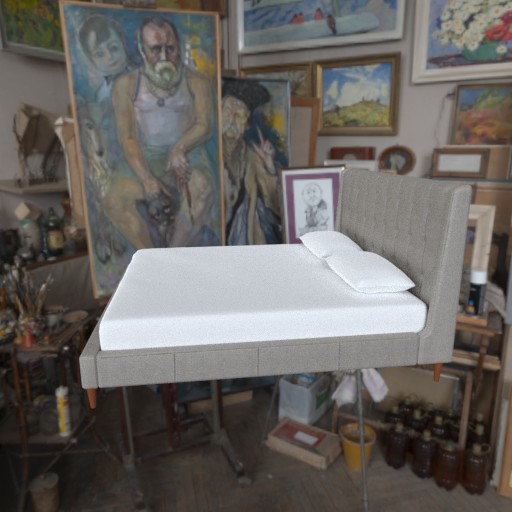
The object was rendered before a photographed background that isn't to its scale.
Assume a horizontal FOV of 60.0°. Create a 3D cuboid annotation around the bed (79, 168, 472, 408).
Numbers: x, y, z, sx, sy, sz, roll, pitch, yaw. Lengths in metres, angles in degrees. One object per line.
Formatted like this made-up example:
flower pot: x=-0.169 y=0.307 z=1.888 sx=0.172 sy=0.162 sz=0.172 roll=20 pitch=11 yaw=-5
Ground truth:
bed: x=0.000 y=0.000 z=3.597 sx=2.342 sy=1.289 sz=2.062 roll=-2 pitch=14 yaw=-8
